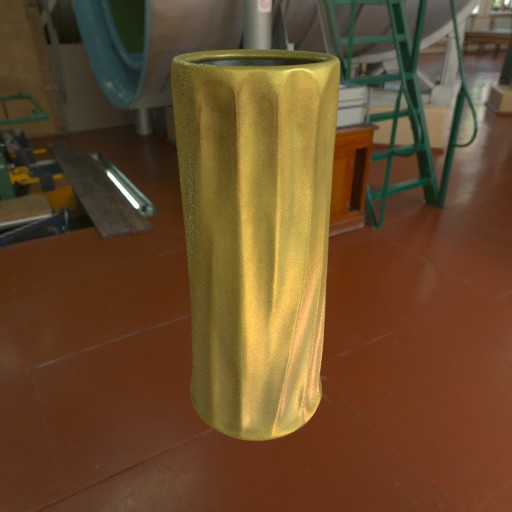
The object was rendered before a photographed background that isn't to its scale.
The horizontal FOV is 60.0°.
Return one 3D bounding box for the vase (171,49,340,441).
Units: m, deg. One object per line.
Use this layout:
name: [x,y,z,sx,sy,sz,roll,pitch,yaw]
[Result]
vase: [0.000,0.000,0.173,0.061,0.143,0.061,0,30,0]
